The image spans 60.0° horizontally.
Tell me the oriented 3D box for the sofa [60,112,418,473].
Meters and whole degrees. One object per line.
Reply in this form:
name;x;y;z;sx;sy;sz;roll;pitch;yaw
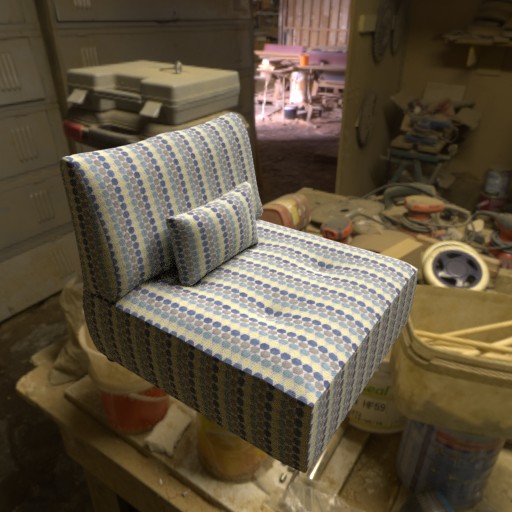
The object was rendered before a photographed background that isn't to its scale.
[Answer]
sofa;0.000;0.000;1.692;1.000;0.830;0.930;19;34;30
